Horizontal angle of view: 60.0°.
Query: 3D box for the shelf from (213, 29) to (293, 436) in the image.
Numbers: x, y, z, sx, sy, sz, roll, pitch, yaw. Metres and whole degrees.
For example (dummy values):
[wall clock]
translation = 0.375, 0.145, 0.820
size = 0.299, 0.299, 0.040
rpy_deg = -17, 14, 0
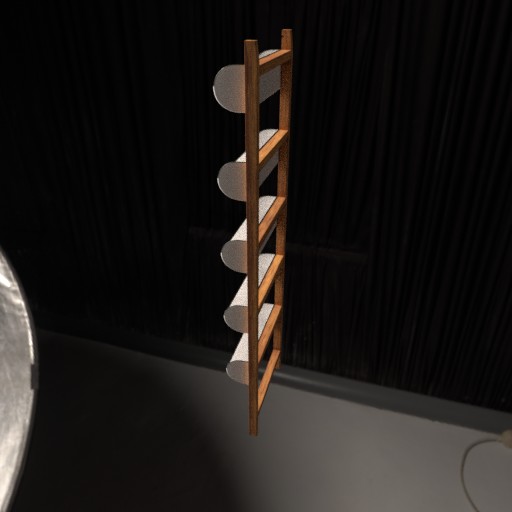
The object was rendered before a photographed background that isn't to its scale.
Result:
[shelf]
translation = 0.000, 0.000, 1.782
size = 0.141, 1.600, 0.454
rpy_deg = 8, 32, 14
